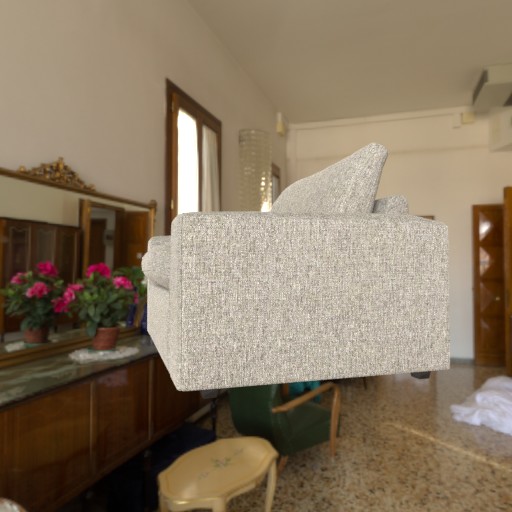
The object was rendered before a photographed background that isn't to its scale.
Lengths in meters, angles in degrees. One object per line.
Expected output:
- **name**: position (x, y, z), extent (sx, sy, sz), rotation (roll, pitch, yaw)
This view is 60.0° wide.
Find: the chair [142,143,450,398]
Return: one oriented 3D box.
- **chair**: position (0.000, 0.000, 2.118), extent (1.039, 0.915, 1.398), rotation (1, -2, -17)
